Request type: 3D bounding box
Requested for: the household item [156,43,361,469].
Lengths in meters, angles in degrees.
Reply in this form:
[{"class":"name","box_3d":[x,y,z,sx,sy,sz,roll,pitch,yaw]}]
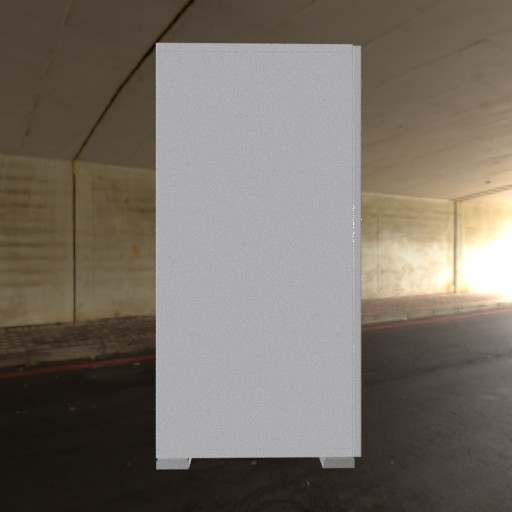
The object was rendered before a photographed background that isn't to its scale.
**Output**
[{"class":"household item","box_3d":[0.000,0.000,1.307,0.420,0.870,0.800,0,0,-1]}]
